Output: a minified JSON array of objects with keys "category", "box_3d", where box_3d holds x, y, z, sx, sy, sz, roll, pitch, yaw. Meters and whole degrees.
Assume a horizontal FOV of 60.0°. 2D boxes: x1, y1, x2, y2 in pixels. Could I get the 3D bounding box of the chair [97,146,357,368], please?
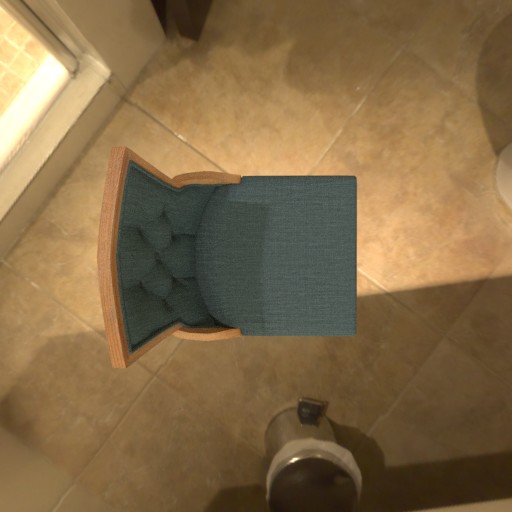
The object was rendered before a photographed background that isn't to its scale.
[{"category":"chair","box_3d":[0.000,0.000,1.377,0.641,0.947,0.524,0,90,1]}]
